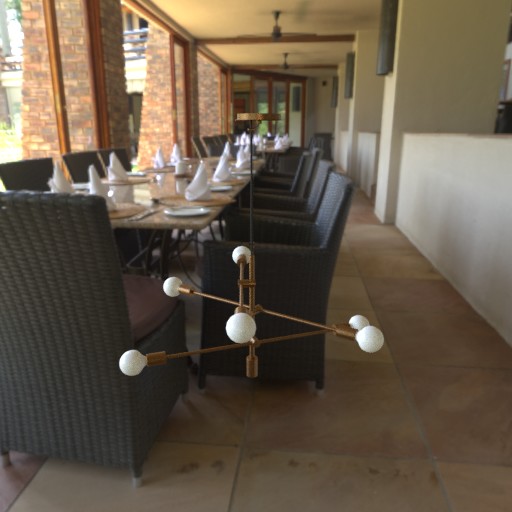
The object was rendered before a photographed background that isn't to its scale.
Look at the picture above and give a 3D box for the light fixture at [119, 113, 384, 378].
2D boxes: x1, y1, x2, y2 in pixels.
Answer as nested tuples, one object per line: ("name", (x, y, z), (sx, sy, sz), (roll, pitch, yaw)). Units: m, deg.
("light fixture", (0.000, 0.000, 1.219), (0.682, 0.744, 0.637), (3, 16, 9))
